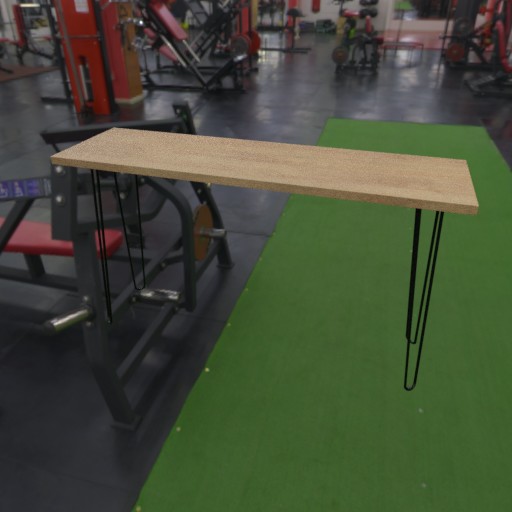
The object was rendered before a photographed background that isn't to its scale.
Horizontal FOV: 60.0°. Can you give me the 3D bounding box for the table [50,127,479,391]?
[{"bbox_3d":[0.000,0.000,1.756,1.400,0.799,0.399,9,32,15],"label":"table"}]
